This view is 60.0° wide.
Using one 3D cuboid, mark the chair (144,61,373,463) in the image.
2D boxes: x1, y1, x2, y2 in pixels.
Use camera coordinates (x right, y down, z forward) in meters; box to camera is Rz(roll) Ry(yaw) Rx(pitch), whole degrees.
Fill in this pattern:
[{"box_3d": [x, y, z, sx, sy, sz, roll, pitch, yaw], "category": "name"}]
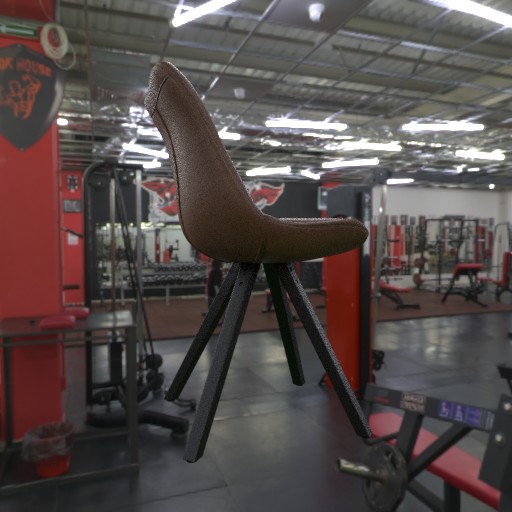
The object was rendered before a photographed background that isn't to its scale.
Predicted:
[{"box_3d": [0.000, 0.000, 1.162, 0.550, 0.850, 0.475, -1, 2, -18], "category": "chair"}]
